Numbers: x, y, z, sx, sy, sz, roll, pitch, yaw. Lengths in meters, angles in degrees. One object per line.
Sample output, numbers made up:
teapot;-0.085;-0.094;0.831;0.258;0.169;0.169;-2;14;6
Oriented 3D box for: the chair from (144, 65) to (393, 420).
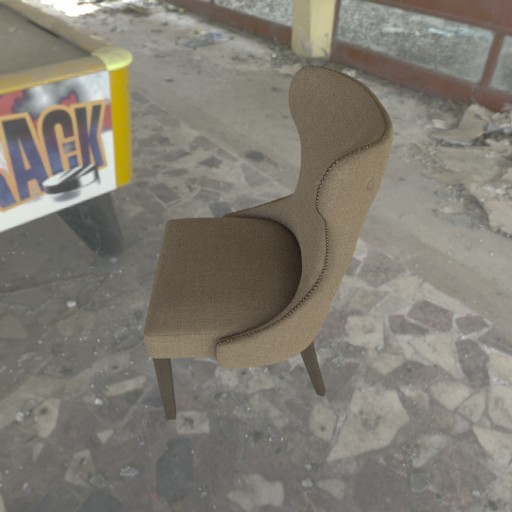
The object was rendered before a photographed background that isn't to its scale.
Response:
chair;0.000;0.000;1.365;0.635;0.967;0.628;-1;40;-2
